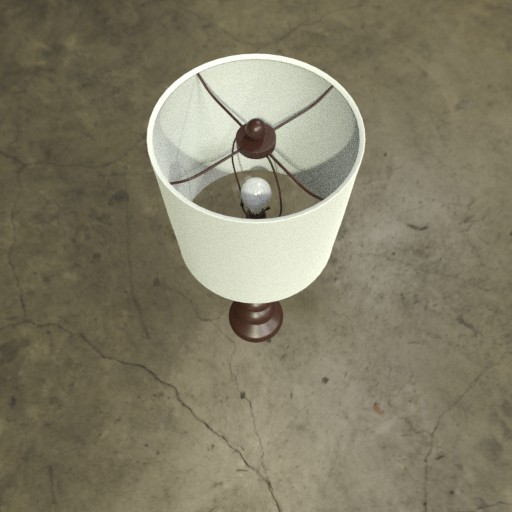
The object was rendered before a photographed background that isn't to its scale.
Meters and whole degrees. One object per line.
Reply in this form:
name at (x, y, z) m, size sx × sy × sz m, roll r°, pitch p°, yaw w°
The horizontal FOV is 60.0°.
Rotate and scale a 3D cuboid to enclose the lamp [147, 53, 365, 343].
lamp at (0.000, 0.000, 0.814) m, size 0.254 × 0.690 × 0.254 m, roll -35°, pitch 69°, yaw -16°
